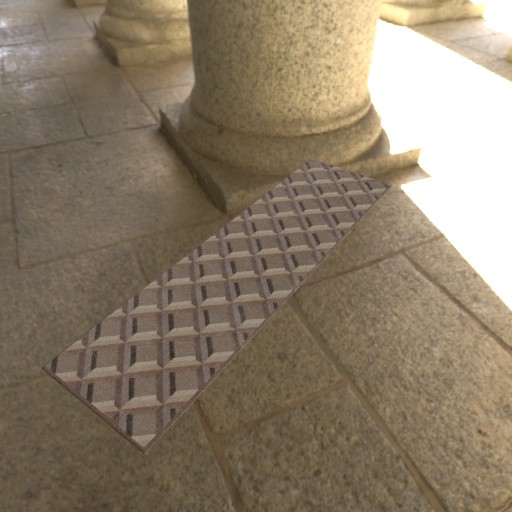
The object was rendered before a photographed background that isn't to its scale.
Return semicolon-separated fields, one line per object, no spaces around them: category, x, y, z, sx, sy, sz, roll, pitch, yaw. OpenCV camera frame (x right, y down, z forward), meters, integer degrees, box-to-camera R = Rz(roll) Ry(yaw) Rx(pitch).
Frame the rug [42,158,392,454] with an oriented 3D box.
rug;0.000;0.000;2.635;0.685;0.013;2.437;25;47;26
